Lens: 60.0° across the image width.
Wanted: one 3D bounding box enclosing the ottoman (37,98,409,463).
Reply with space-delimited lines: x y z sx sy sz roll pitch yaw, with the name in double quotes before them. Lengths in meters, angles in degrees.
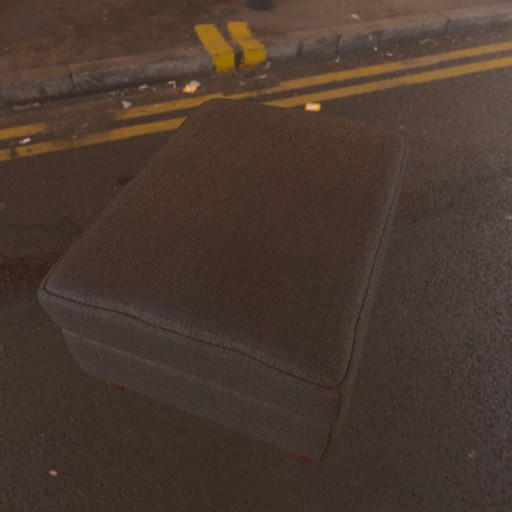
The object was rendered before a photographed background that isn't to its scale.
"ottoman" 0.000 0.000 1.167 0.639 0.496 0.826 15 49 14
